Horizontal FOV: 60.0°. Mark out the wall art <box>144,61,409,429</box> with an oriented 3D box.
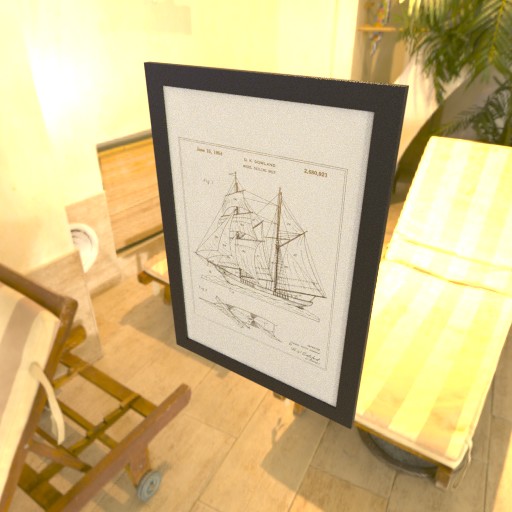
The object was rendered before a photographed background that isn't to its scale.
[{"bbox_3d":[0.000,0.000,0.690,0.381,0.534,0.013,18,35,28],"label":"wall art"}]
